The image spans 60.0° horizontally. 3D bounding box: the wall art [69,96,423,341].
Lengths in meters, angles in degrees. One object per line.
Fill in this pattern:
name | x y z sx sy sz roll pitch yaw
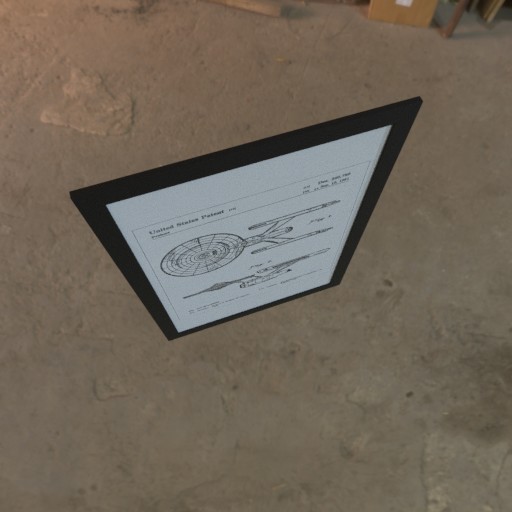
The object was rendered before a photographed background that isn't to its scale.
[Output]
wall art | 0.000 0.000 0.691 0.379 0.530 0.008 -17 66 -8
